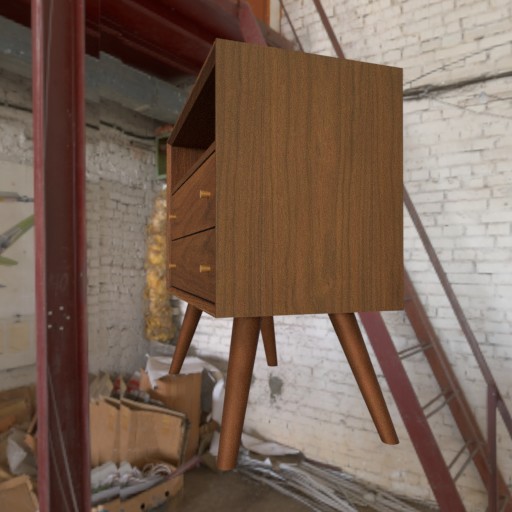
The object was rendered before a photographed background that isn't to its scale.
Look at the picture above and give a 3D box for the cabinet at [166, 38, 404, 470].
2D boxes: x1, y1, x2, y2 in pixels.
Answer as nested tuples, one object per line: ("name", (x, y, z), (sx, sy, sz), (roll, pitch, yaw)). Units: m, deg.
("cabinet", (0.000, 0.000, 1.160), (0.388, 0.748, 0.712), (0, -1, -18))
